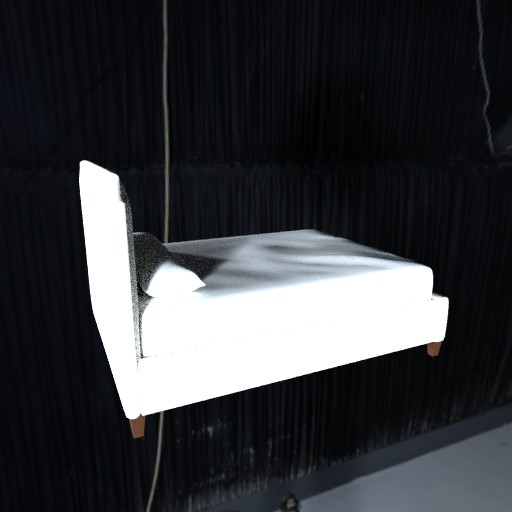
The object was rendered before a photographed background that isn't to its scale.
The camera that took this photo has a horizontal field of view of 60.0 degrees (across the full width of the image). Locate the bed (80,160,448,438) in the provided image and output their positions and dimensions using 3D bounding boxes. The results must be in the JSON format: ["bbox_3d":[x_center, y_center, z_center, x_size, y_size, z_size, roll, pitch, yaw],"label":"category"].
[{"bbox_3d":[0.000,0.000,3.433,2.365,1.443,1.712,-7,16,-24],"label":"bed"}]
